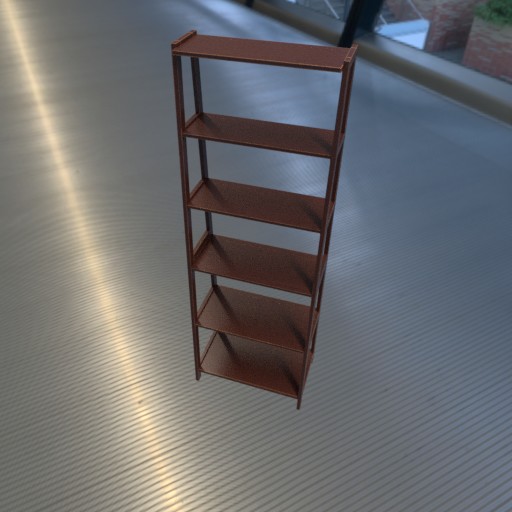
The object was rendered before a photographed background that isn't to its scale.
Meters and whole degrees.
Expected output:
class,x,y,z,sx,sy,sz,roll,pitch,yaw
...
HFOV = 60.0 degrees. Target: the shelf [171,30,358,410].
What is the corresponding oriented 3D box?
class,x,y,z,sx,sy,sz,roll,pitch,yaw
shelf,0.000,0.000,2.169,0.660,1.892,0.381,12,43,13
